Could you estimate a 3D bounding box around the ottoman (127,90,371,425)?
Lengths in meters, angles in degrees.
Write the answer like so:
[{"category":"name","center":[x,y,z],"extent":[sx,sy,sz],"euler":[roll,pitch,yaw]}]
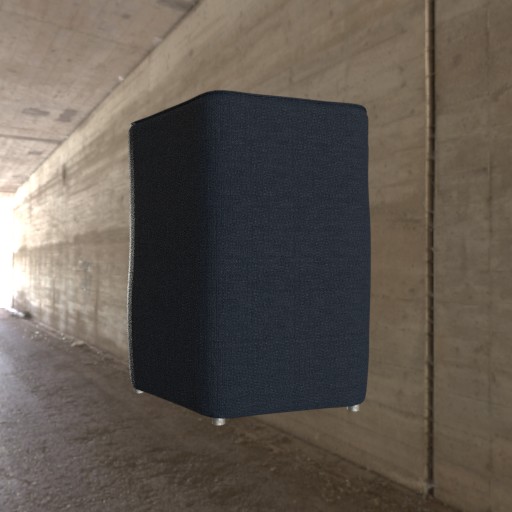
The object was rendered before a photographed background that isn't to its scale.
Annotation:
[{"category":"ottoman","center":[0.000,0.000,0.885],"extent":[0.454,0.505,0.492],"euler":[0,0,18]}]
